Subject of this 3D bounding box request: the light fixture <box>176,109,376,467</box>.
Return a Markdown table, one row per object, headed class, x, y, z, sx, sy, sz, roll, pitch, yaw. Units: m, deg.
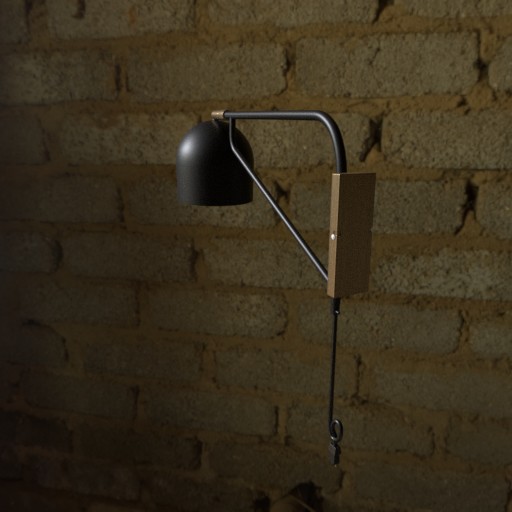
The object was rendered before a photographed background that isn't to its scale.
| class | x | y | z | sx | sy | sz | roll | pitch | yaw |
| --- | --- | --- | --- | --- | --- | --- | --- | --- | --- |
| light fixture | 0.000 | 0.000 | 1.070 | 0.215 | 0.696 | 0.720 | -7 | 16 | -26 |
